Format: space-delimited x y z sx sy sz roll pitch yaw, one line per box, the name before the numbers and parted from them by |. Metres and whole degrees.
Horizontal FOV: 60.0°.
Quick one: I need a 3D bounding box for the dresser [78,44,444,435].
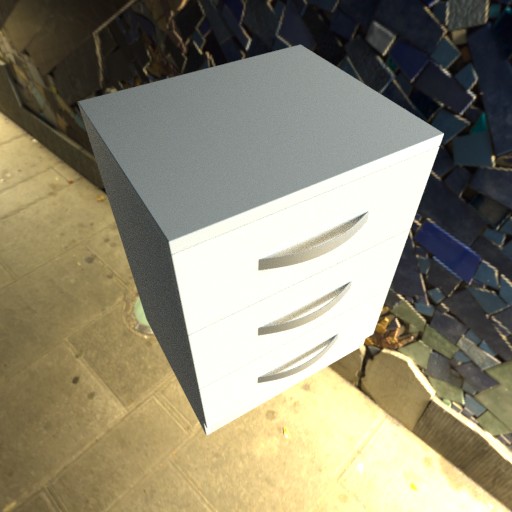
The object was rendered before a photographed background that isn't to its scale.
dresser | 0.000 0.000 0.825 0.400 0.560 0.360 -24 52 -20
